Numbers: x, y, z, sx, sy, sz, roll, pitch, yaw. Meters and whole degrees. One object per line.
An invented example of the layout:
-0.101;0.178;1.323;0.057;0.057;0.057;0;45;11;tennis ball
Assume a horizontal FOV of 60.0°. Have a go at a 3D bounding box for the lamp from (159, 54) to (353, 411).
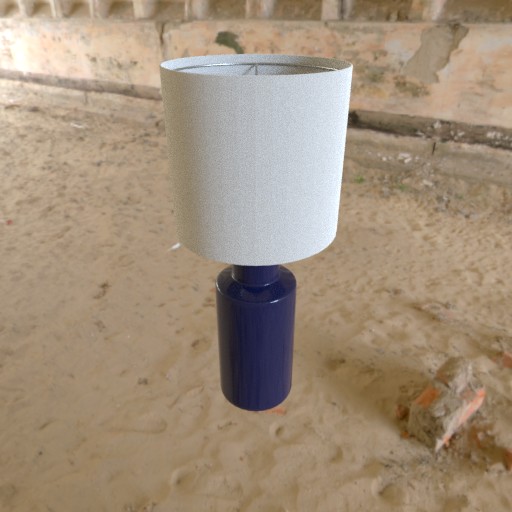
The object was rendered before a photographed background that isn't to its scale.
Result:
0.000;0.000;0.614;0.212;0.493;0.212;0;29;0;lamp
